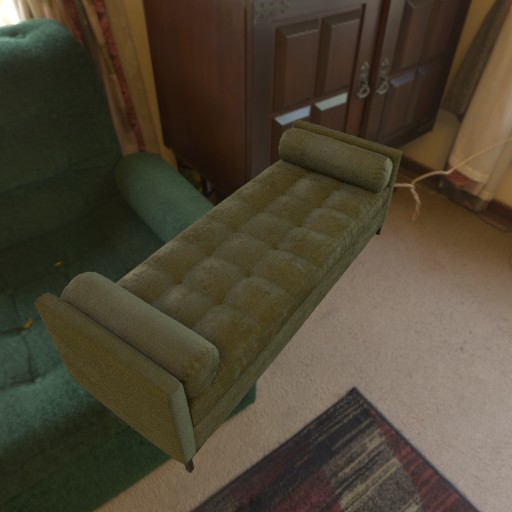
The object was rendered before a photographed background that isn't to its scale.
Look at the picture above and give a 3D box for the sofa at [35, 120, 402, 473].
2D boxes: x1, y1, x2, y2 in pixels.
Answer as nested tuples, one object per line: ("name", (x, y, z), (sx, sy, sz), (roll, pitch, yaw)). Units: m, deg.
("sofa", (0.000, 0.000, 2.503), (0.817, 0.681, 2.130), (26, 48, 26))
